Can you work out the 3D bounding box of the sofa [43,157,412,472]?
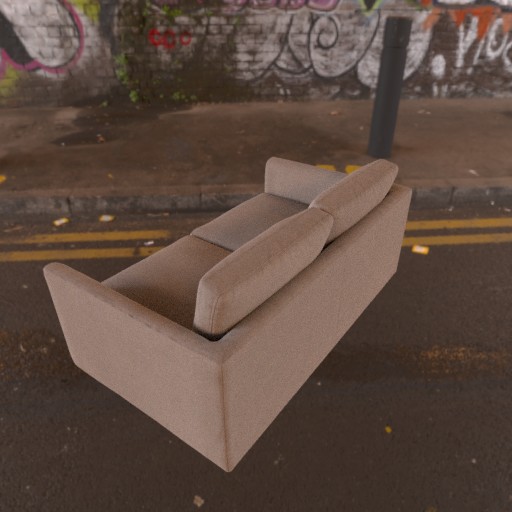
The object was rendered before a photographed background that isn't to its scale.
[{"bbox_3d":[0.000,0.000,2.539,1.091,0.839,1.905,21,37,30],"label":"sofa"}]
